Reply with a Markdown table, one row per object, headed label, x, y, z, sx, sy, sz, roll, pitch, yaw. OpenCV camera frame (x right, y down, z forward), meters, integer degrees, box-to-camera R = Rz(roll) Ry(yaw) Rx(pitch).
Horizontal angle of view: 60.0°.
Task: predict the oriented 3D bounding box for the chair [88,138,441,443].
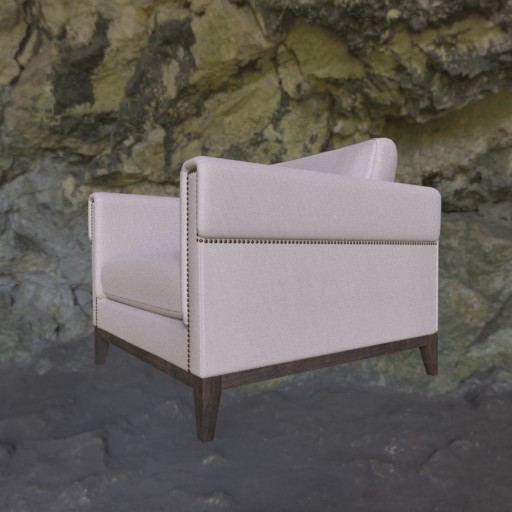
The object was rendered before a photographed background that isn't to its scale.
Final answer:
| label | x | y | z | sx | sy | sz | roll | pitch | yaw |
| --- | --- | --- | --- | --- | --- | --- | --- | --- | --- |
| chair | 0.000 | 0.000 | 1.631 | 0.959 | 0.838 | 0.914 | -1 | 1 | -36 |
